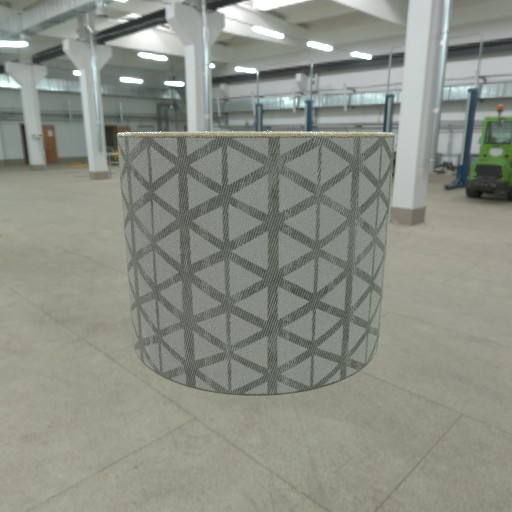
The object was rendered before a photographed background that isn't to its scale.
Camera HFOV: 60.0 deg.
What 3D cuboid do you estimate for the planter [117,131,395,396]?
[{"bbox_3d":[0.000,0.000,0.447,0.250,0.239,0.250,0,15,0],"label":"planter"}]
